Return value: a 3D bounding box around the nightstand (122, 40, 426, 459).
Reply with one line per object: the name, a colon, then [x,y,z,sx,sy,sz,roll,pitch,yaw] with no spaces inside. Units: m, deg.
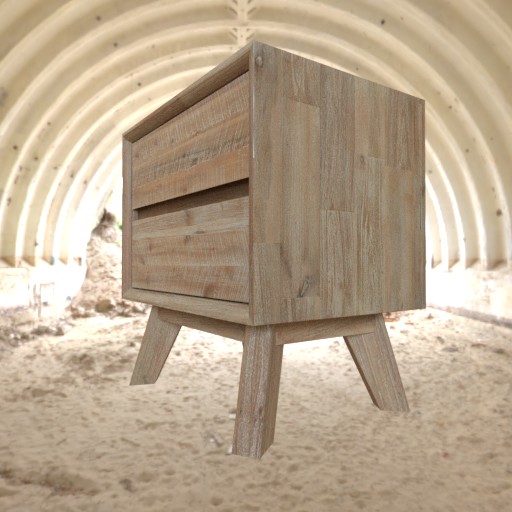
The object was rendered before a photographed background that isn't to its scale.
nightstand: [0.000,0.000,0.947,0.396,0.589,0.552,1,-1,-35]
